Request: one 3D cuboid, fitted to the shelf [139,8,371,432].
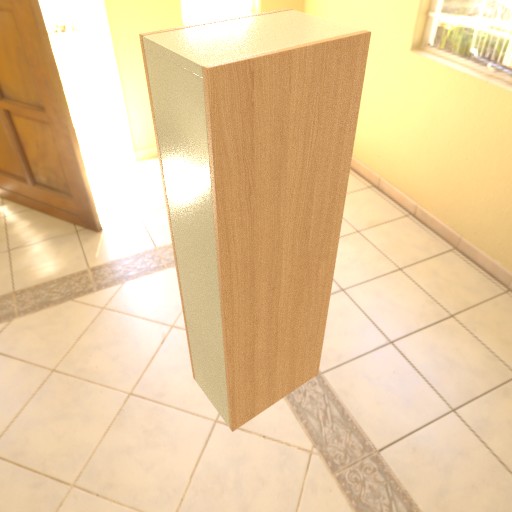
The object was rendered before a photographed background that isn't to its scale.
[{"bbox_3d":[0.000,0.000,0.951,0.290,0.882,0.197,-25,47,-27],"label":"shelf"}]
